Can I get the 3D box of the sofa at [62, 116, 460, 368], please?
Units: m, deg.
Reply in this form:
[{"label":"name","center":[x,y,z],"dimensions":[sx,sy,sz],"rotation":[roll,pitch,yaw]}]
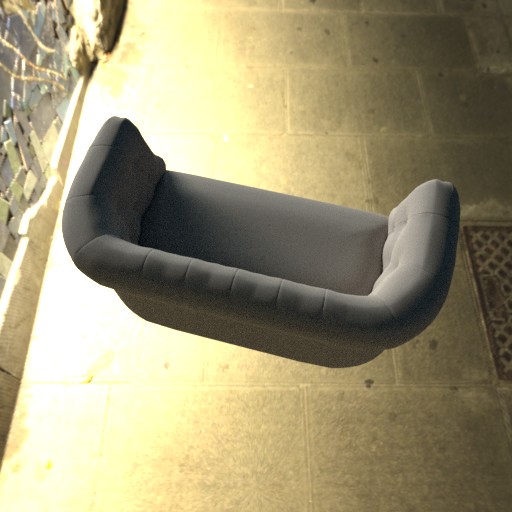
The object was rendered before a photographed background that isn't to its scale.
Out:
[{"label":"sofa","center":[0.000,0.000,2.040],"dimensions":[1.558,0.827,0.835],"rotation":[13,63,7]}]
